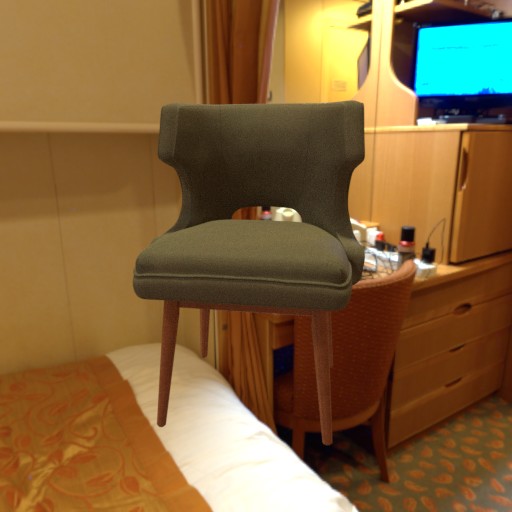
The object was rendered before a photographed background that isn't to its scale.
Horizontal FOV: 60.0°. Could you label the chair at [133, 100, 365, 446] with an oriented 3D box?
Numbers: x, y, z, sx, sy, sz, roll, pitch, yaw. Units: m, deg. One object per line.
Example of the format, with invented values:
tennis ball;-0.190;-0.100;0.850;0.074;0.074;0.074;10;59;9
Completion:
chair;0.000;0.000;1.261;0.595;0.863;0.581;2;14;10
